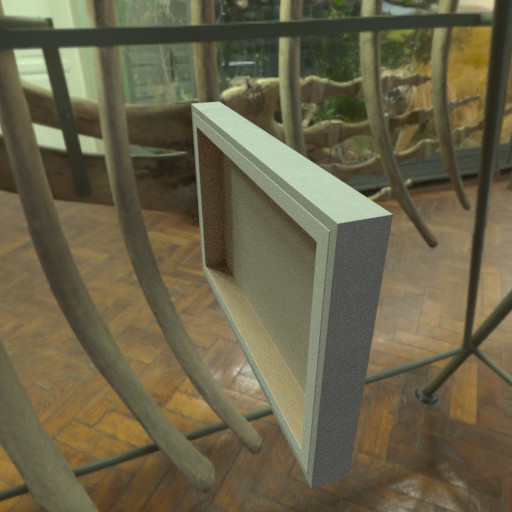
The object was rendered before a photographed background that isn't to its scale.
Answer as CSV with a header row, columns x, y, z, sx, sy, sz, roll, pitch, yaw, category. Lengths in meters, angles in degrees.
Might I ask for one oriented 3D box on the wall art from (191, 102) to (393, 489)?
x,y,z,sx,sy,sz,roll,pitch,yaw,category
0.000,0.000,0.482,0.038,0.254,0.381,-10,31,-17,wall art
